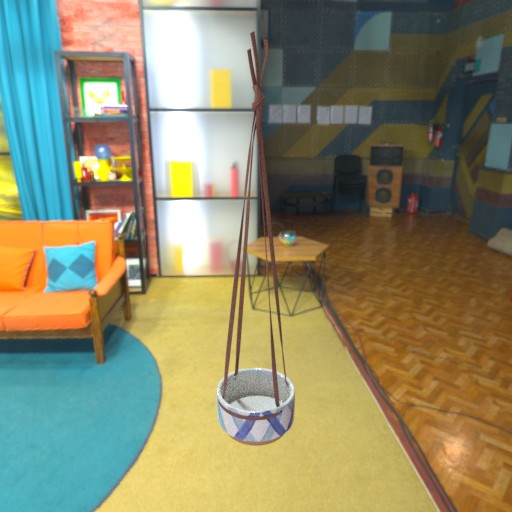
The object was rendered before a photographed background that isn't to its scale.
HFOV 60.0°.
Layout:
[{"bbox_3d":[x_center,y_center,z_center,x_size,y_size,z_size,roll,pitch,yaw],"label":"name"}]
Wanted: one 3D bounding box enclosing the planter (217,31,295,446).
[{"bbox_3d":[0.000,0.000,0.837,0.166,0.751,0.166,-16,23,-41],"label":"planter"}]
